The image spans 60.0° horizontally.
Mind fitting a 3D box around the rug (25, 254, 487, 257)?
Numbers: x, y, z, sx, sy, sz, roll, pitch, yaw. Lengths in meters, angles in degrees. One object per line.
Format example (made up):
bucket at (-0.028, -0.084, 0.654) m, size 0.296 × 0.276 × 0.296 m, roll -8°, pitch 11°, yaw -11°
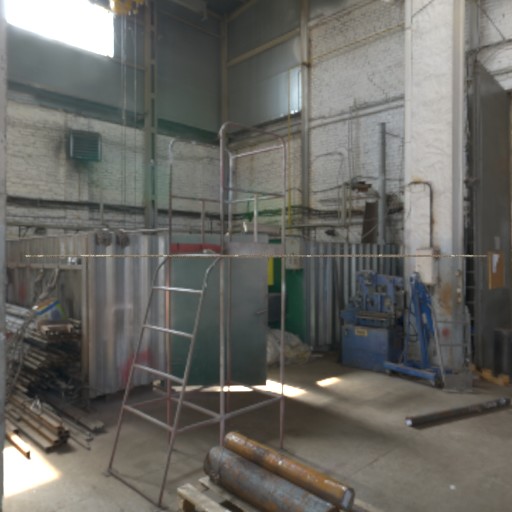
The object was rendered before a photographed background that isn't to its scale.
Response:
rug at (0.000, 0.000, 2.223) m, size 1.748 × 0.010 × 1.142 m, roll 0°, pitch 0°, yaw -1°
